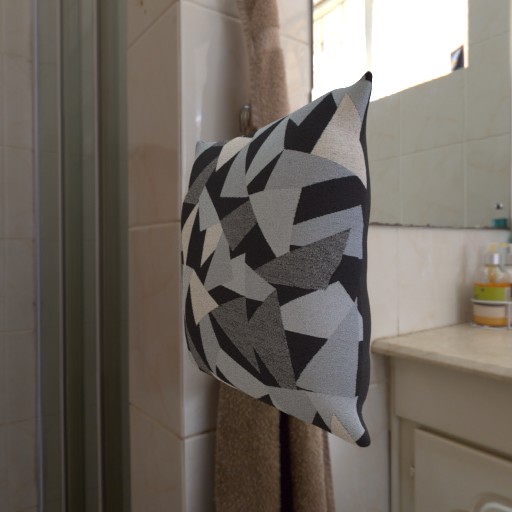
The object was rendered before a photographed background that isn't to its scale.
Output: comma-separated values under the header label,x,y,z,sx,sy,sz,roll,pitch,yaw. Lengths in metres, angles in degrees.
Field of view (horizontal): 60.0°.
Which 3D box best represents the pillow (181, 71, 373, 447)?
label,x,y,z,sx,sy,sz,roll,pitch,yaw
pillow,0.000,0.000,0.772,0.208,0.496,0.503,0,1,-34
